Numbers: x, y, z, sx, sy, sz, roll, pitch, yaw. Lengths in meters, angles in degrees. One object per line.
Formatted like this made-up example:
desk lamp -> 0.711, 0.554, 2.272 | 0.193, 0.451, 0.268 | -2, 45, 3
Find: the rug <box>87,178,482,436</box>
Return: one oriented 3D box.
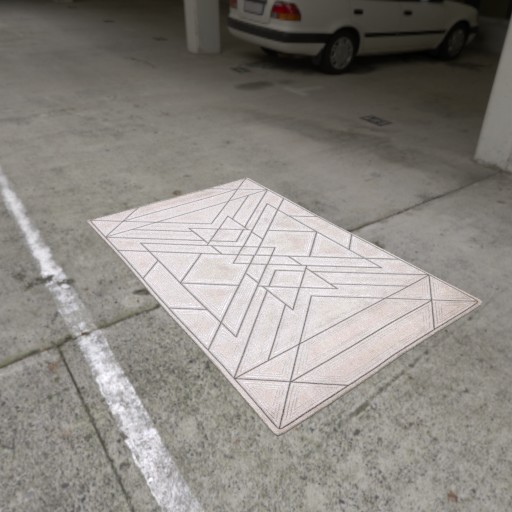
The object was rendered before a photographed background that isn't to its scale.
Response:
rug -> 0.000, 0.000, 3.093 | 1.575, 0.023, 2.459 | -21, 37, -30
